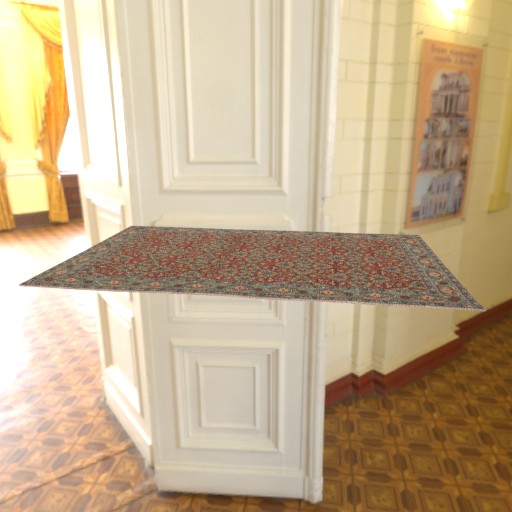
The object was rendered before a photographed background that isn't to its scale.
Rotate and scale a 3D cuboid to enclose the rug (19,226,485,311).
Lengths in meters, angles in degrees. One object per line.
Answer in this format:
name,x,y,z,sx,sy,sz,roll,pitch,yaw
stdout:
rug,0.000,0.000,3.006,2.439,0.011,1.533,2,17,8
